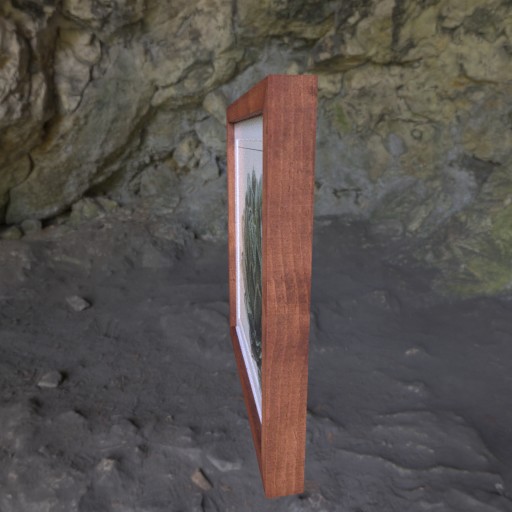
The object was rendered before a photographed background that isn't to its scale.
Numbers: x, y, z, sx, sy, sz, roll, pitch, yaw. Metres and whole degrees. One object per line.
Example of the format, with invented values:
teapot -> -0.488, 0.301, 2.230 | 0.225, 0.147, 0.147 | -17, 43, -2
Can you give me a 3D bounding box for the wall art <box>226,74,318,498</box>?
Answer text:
wall art -> 0.000, 0.000, 0.569 | 0.038, 0.385, 0.386 | -2, 15, -8
